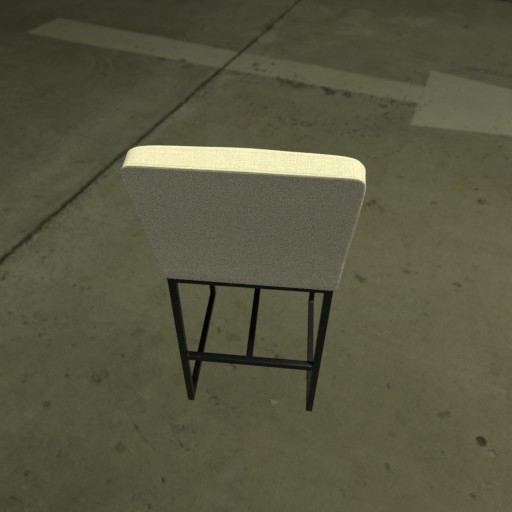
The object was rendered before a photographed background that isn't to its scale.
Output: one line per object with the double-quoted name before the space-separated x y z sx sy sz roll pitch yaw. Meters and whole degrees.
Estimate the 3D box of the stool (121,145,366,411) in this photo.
"stool" 0.000 0.000 1.343 0.460 1.040 0.560 4 46 4
